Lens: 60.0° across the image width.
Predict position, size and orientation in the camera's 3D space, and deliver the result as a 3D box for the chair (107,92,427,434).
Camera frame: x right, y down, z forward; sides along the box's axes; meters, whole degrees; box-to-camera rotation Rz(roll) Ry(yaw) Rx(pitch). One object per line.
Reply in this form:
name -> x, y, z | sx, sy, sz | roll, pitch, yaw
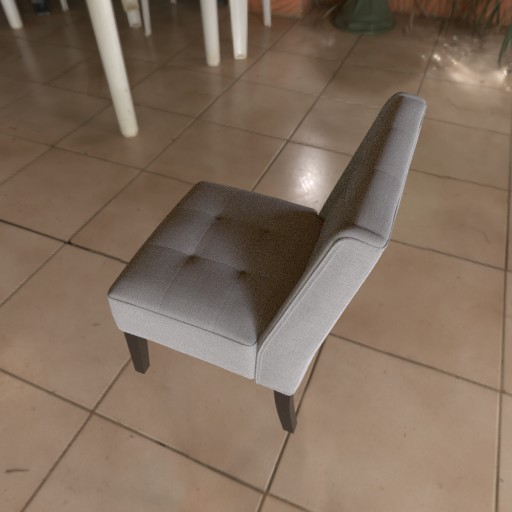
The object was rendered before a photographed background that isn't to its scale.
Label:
chair -> 0.000, 0.000, 1.272 | 0.676, 0.853, 0.569 | 16, 48, 15
